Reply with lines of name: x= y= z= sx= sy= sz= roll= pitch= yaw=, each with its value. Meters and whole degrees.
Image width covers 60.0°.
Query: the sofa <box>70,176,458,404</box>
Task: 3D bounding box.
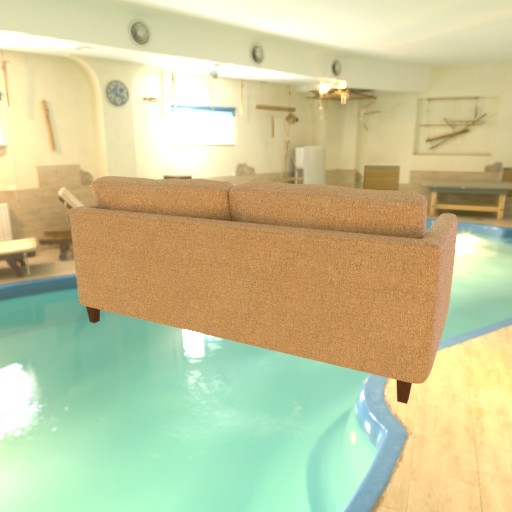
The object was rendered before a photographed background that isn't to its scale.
sofa: x=0.000 y=0.000 z=2.749 sx=2.208 sy=0.965 sz=0.951 roll=8 pitch=16 yaw=27
